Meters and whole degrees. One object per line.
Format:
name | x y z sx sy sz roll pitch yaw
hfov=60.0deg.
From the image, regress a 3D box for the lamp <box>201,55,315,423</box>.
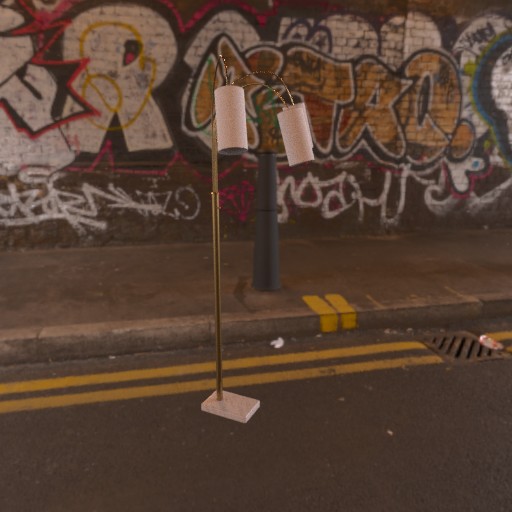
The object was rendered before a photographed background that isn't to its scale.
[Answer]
lamp | 0.000 0.000 2.545 0.667 2.055 1.020 7 16 25
